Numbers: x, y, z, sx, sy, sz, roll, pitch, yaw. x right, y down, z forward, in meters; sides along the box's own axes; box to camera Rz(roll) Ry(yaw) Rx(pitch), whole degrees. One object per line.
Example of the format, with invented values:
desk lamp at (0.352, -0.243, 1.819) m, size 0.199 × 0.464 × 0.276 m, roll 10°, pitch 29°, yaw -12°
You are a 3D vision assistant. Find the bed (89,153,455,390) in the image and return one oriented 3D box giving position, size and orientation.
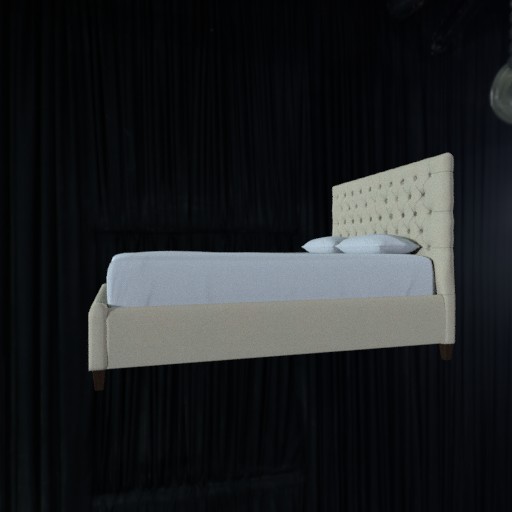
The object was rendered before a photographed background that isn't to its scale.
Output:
bed at (0.000, 0.000, 3.506) m, size 2.387 × 1.427 × 1.698 m, roll 0°, pitch 1°, yaw -17°
